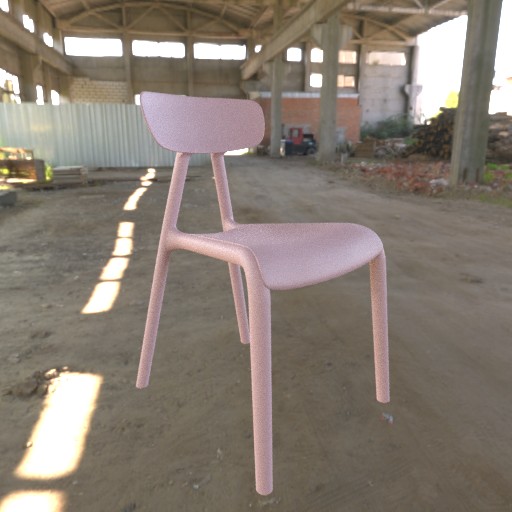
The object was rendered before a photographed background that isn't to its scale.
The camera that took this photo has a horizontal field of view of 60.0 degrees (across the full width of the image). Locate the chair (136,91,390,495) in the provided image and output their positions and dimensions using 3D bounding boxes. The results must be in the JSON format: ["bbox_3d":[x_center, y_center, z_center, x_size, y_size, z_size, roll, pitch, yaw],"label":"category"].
[{"bbox_3d":[0.000,0.000,0.819,0.356,0.580,0.401,-14,20,-42],"label":"chair"}]
